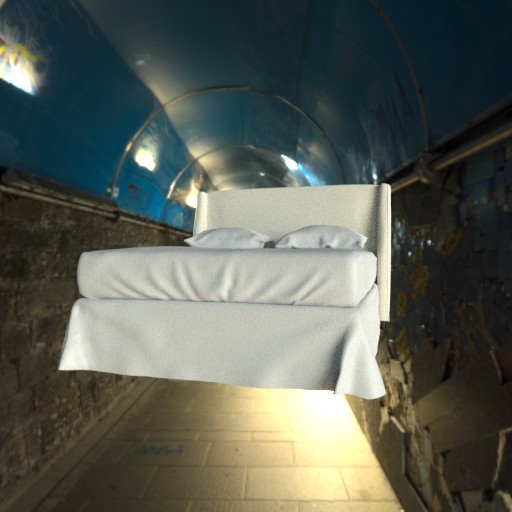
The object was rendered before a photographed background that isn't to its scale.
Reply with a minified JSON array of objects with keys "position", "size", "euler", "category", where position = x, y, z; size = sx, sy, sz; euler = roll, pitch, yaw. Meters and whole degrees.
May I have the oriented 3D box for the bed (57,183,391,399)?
[{"position":[0.000,0.000,3.339],"size":[1.925,1.332,2.276],"euler":[0,0,17],"category":"bed"}]
